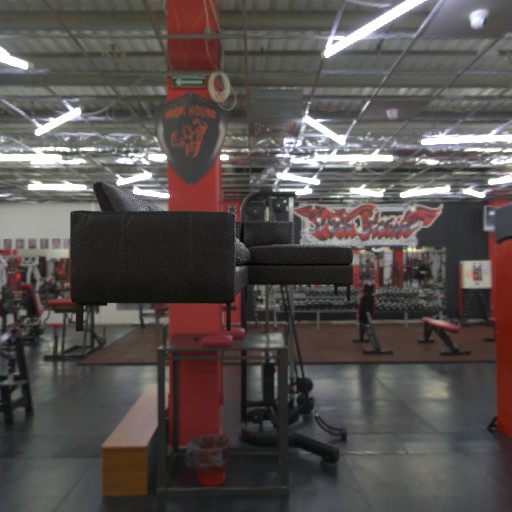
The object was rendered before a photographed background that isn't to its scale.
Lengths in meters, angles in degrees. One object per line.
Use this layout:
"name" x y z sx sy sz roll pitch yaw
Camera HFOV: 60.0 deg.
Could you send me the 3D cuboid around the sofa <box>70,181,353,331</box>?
"sofa" 0.000 0.000 3.839 1.938 0.877 2.984 0 -1 1
